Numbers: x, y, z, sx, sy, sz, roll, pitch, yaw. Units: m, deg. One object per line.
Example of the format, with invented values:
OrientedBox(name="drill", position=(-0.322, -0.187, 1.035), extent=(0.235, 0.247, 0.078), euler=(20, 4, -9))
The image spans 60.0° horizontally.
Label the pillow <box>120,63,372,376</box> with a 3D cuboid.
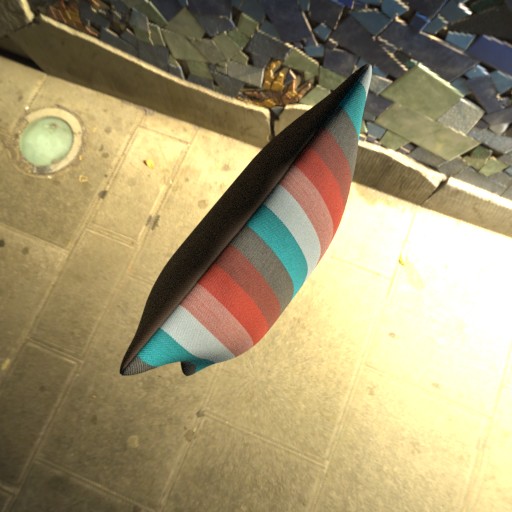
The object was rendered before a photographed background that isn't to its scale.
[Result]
OrientedBox(name="pillow", position=(0.000, 0.000, 0.698), extent=(0.168, 0.443, 0.453), euler=(36, 78, 9))
